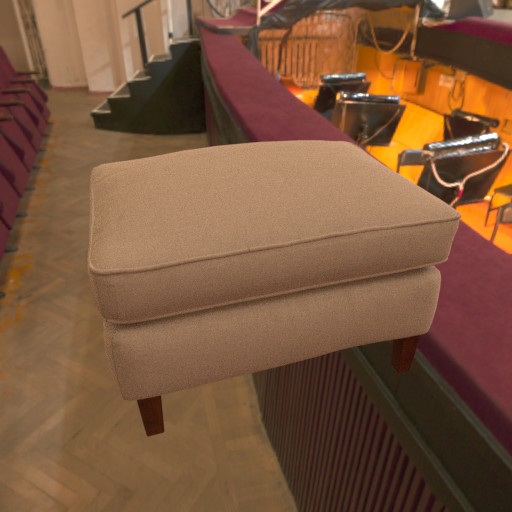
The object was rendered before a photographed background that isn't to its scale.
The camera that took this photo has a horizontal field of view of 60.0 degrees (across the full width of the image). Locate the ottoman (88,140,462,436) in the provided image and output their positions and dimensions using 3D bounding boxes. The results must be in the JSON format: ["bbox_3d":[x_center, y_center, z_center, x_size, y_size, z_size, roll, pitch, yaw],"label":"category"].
[{"bbox_3d":[0.000,0.000,0.987,0.665,0.456,0.501,-9,33,-14],"label":"ottoman"}]
